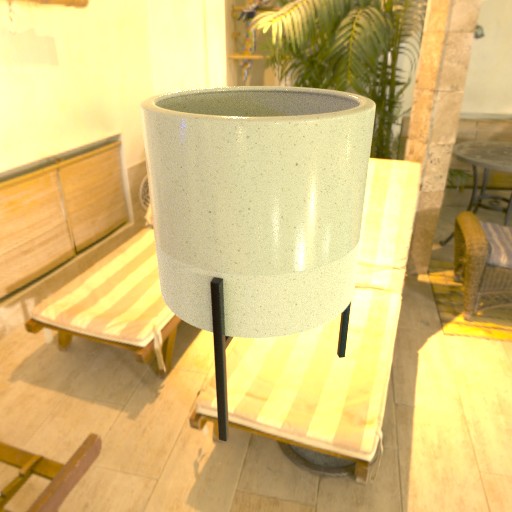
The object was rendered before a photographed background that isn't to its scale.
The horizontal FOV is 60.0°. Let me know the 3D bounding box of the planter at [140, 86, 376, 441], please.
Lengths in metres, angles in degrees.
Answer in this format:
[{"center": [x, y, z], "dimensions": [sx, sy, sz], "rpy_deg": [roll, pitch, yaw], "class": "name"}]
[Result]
[{"center": [0.000, 0.000, 0.342], "dimensions": [0.152, 0.230, 0.159], "rpy_deg": [9, 28, 16], "class": "planter"}]
